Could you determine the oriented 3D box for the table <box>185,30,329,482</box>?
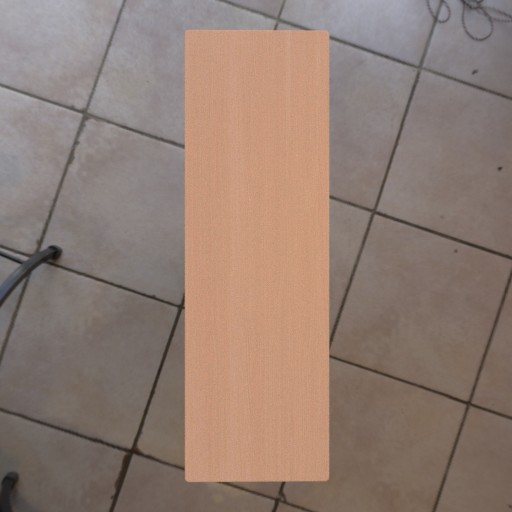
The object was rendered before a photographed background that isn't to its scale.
[{"bbox_3d":[0.000,0.000,1.746,0.447,0.750,1.397,0,90,-1],"label":"table"}]
